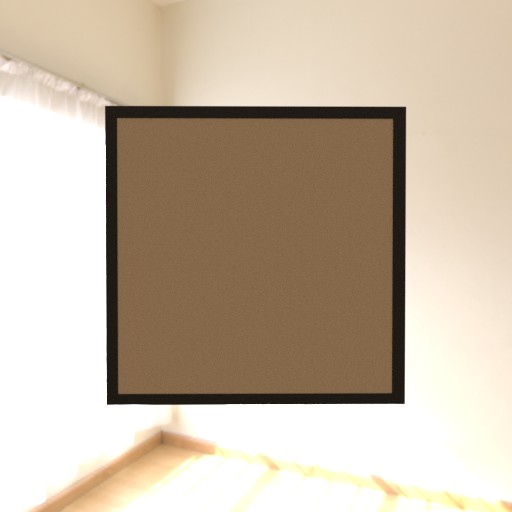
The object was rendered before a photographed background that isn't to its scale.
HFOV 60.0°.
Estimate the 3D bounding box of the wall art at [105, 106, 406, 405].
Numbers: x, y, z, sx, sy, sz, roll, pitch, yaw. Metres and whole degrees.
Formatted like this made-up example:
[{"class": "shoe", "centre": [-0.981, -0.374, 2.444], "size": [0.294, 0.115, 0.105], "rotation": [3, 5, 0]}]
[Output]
[{"class": "wall art", "centre": [0.000, 0.000, 0.459], "size": [0.306, 0.304, 0.015], "rotation": [0, 1, -1]}]
